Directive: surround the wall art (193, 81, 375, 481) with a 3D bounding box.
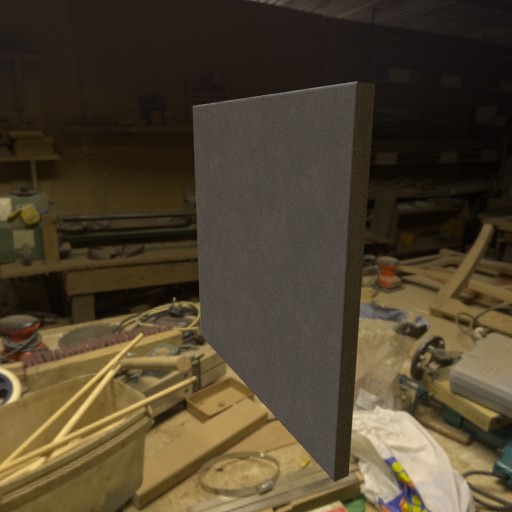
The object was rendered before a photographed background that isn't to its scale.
[{"bbox_3d":[0.000,0.000,0.450,0.015,0.303,0.303,-8,17,-26],"label":"wall art"}]
